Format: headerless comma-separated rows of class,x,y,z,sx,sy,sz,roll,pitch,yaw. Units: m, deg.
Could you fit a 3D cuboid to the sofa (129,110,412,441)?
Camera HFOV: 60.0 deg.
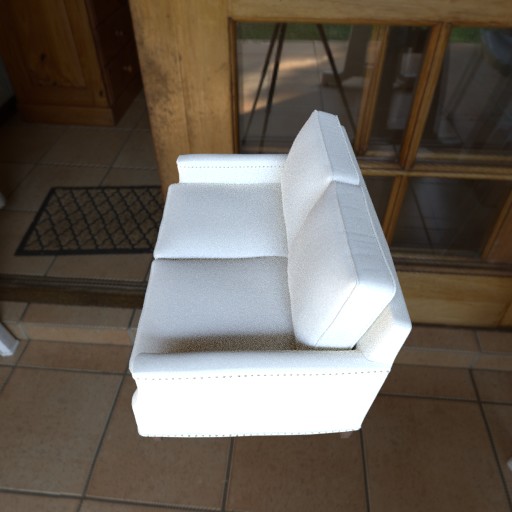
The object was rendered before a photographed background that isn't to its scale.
sofa,0.000,0.000,2.308,1.084,1.003,1.597,-1,43,-1
